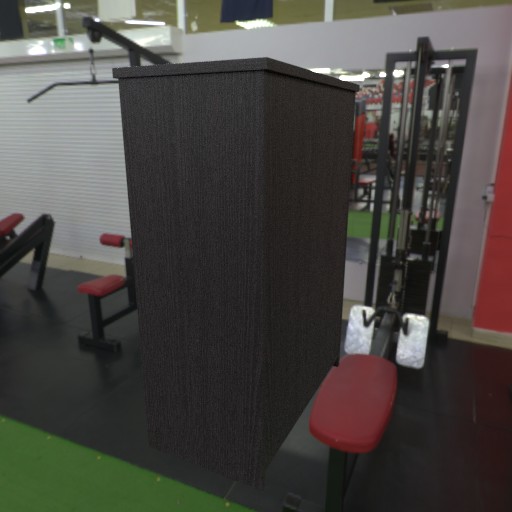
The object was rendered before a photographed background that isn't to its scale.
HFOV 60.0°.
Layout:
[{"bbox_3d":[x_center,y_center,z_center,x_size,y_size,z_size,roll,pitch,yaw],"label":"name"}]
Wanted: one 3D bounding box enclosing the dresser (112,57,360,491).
[{"bbox_3d":[0.000,0.000,1.363,0.399,1.020,0.704,8,19,25],"label":"dresser"}]
